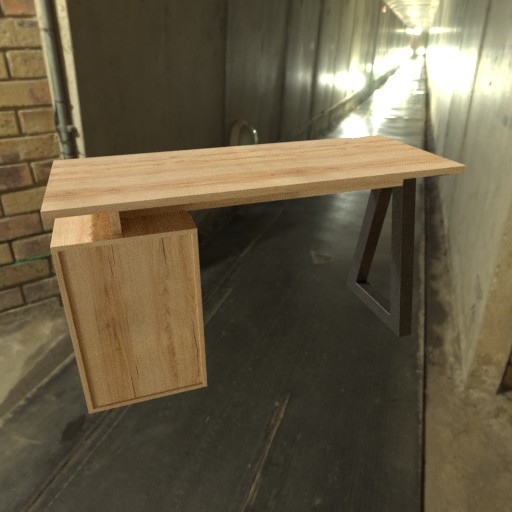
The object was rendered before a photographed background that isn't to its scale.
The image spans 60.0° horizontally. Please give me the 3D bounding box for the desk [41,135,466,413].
[{"bbox_3d":[0.000,0.000,1.787,1.400,0.760,0.550,-9,28,-17],"label":"desk"}]
